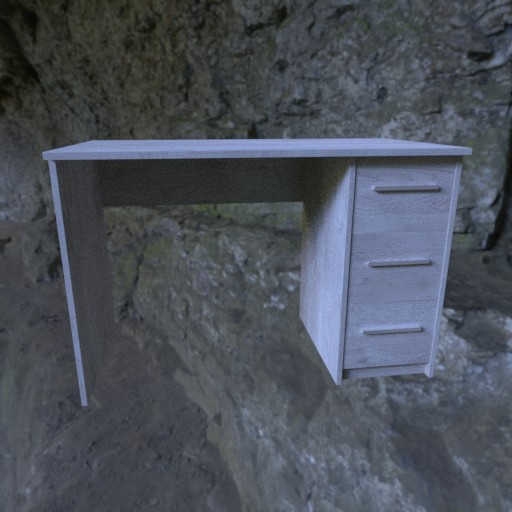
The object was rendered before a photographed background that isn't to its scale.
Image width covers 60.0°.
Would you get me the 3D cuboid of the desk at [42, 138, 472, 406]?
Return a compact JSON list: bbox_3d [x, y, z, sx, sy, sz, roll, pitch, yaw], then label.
[{"bbox_3d":[0.000,0.000,1.493,1.097,0.735,0.560,-2,18,-7],"label":"desk"}]
